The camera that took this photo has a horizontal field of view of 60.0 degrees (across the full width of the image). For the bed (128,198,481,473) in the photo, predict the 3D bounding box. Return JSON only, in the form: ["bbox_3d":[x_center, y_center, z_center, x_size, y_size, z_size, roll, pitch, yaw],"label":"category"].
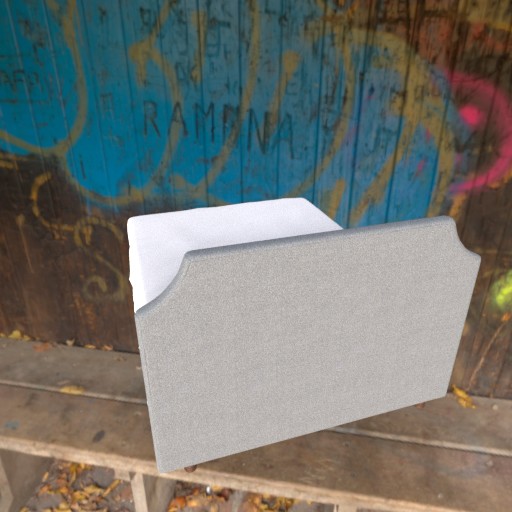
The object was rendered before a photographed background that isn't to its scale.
[{"bbox_3d":[0.000,0.000,3.228,1.811,1.296,2.259,-8,28,-16],"label":"bed"}]
